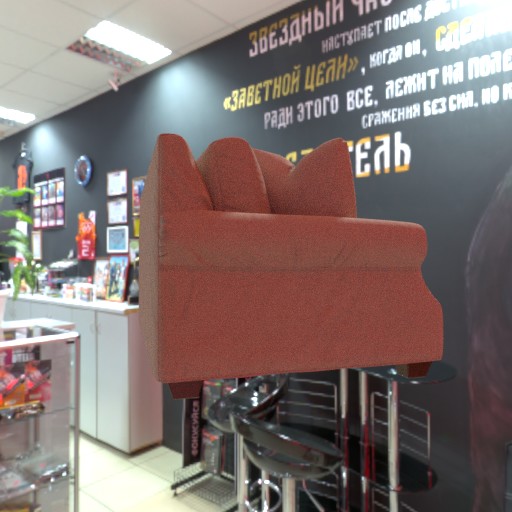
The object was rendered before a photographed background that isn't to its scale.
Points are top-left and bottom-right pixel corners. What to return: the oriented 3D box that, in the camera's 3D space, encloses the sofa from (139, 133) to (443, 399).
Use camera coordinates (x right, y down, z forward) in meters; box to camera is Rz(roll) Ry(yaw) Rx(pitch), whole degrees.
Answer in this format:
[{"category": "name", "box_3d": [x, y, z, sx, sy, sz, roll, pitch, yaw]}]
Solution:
[{"category": "sofa", "box_3d": [0.000, 0.000, 2.168, 1.070, 0.905, 1.550, 0, 0, -17]}]
